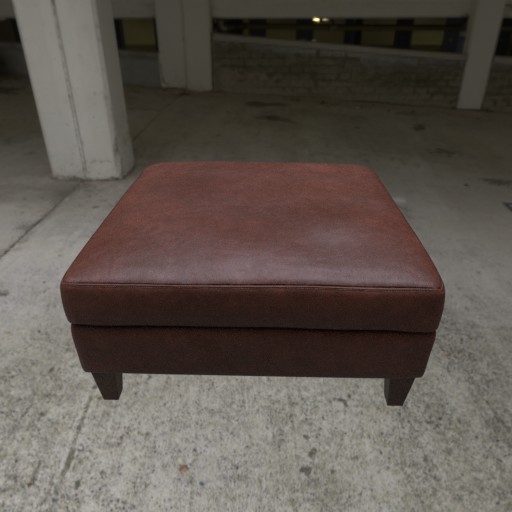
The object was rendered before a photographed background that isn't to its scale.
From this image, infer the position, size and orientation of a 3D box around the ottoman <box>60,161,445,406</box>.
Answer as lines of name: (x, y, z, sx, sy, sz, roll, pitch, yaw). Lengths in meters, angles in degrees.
ottoman: (0.000, 0.000, 1.338, 0.836, 0.415, 0.844, 1, 29, 1)
